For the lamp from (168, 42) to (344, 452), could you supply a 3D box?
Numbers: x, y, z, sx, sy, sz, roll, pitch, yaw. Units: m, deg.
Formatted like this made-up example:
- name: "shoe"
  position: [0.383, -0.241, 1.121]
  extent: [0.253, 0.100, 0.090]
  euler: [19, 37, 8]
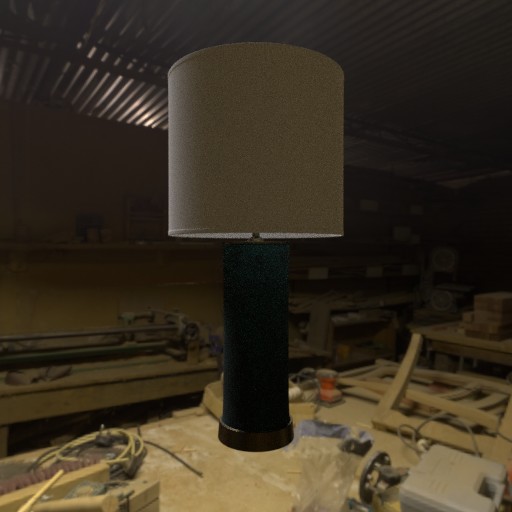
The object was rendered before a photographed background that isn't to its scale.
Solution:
- name: "lamp"
  position: [0.000, 0.000, 0.775]
  extent: [0.301, 0.630, 0.301]
  euler: [-1, 1, -36]
